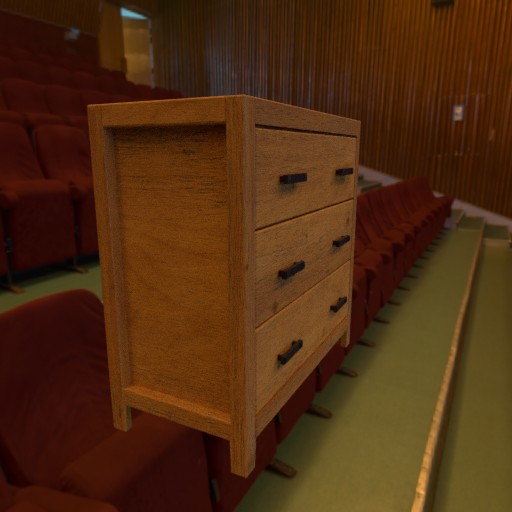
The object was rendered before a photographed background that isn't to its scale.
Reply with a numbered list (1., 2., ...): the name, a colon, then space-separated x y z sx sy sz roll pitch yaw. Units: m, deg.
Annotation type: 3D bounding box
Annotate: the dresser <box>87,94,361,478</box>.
1. dresser: 0.000 0.000 1.319 0.427 0.804 0.804 7 15 27
